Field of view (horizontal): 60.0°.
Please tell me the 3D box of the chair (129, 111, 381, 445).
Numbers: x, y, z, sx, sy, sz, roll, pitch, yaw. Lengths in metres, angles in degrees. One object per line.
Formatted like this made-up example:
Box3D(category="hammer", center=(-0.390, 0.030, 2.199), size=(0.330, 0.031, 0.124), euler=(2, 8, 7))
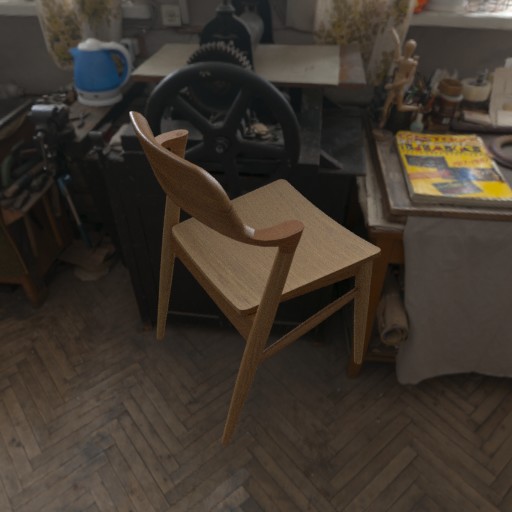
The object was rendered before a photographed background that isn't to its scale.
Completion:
Box3D(category="chair", center=(0.000, 0.000, 1.174), size=(0.499, 0.792, 0.512), euler=(-23, 46, -25))
